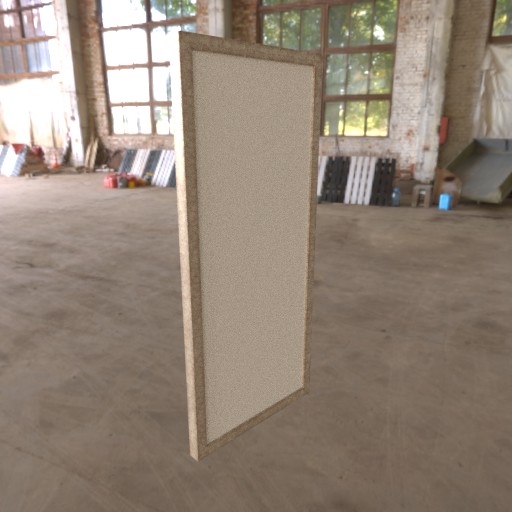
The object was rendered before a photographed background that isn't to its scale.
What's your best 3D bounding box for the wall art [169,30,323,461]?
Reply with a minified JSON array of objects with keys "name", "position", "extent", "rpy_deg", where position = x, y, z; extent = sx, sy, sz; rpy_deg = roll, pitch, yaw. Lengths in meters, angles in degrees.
[{"name":"wall art","position":[0.000,0.000,1.678],"extent":[0.648,1.461,0.051],"rpy_deg":[-15,22,-42]}]
